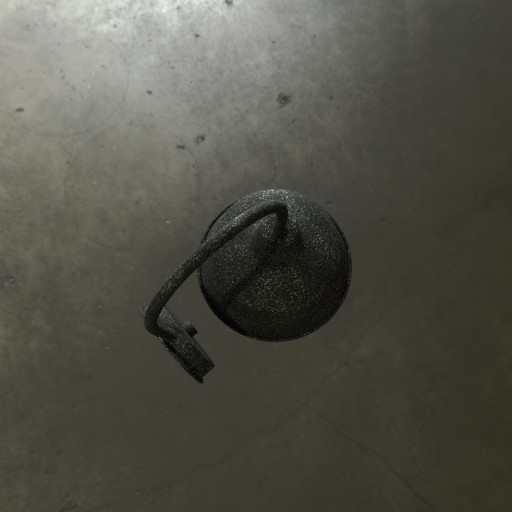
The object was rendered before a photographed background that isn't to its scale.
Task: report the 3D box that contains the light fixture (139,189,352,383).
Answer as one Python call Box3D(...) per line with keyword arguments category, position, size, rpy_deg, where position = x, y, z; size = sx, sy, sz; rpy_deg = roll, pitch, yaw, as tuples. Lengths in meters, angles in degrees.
Box3D(category="light fixture", position=(0.000, 0.000, 0.493), size=(0.283, 0.300, 0.216), rpy_deg=(-40, 79, -10))
